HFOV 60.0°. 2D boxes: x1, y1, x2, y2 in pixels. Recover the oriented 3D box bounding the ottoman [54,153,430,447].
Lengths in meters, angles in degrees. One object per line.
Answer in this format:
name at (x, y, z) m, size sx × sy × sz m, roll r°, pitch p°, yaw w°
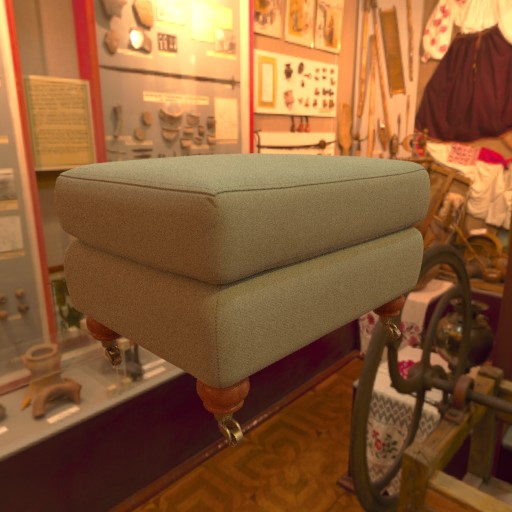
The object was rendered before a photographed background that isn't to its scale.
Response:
ottoman at (0.000, 0.000, 1.117) m, size 0.569 × 0.499 × 0.773 m, roll 14°, pitch 20°, yaw 42°
